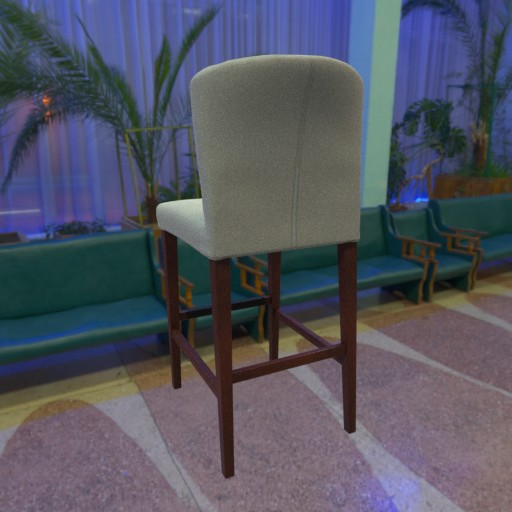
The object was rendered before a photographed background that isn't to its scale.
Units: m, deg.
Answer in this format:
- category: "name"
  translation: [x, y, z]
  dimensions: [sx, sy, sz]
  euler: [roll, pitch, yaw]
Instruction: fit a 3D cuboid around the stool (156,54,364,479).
- category: "stool"
  translation: [0.000, 0.000, 1.368]
  dimensions: [0.479, 1.069, 0.568]
  euler: [-8, 17, -26]
